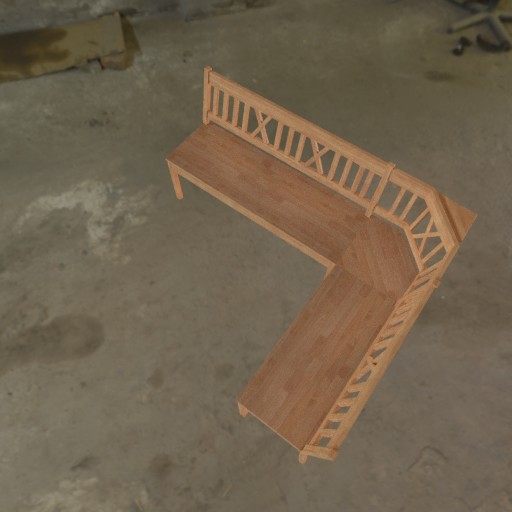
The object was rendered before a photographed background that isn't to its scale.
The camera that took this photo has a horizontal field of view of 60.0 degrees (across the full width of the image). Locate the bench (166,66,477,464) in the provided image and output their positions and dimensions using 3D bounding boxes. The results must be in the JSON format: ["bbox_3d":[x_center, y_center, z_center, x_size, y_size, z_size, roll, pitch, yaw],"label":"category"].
[{"bbox_3d":[0.000,0.000,2.781,1.937,0.902,1.537,33,67,16],"label":"bench"}]
